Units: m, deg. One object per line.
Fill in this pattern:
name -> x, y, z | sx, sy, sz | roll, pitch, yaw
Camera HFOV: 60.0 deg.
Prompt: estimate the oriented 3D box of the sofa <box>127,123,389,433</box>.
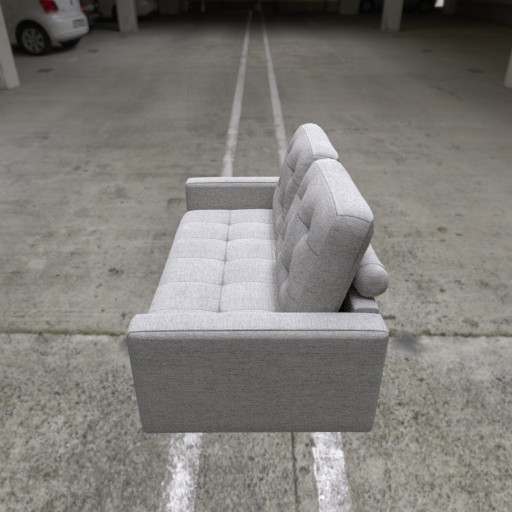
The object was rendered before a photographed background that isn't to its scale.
sofa -> 0.000, 0.000, 1.962 | 0.842, 0.907, 1.407 | 0, 29, 0
